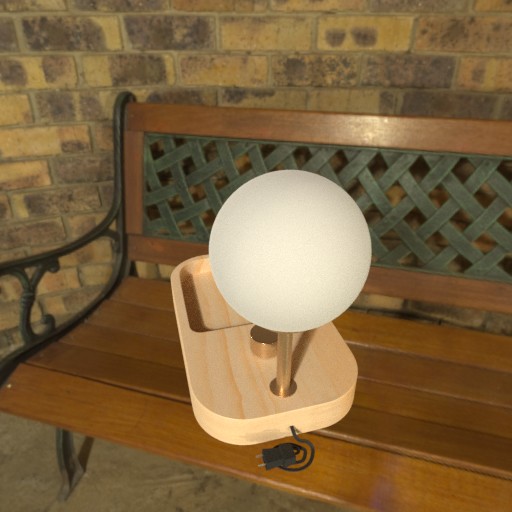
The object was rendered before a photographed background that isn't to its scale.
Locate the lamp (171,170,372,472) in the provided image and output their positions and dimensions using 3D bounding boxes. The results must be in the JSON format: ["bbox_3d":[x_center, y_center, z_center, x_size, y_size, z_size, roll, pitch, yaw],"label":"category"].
[{"bbox_3d":[0.000,0.000,0.465,0.173,0.253,0.331,-8,32,-13],"label":"lamp"}]
